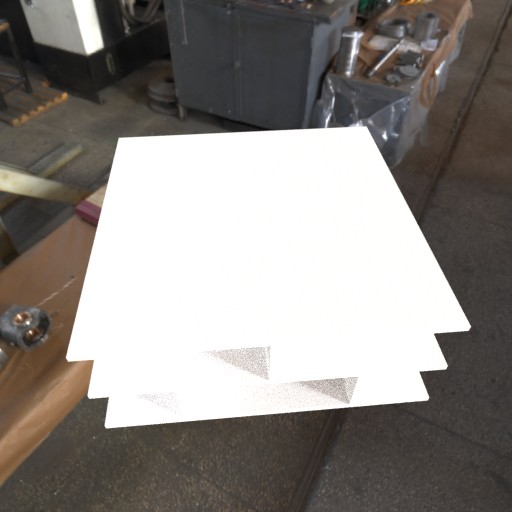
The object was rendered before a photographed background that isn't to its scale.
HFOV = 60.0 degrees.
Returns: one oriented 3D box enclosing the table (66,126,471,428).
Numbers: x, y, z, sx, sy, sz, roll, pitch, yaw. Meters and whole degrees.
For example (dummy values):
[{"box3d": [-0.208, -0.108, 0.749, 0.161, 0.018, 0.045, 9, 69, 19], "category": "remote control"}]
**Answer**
[{"box3d": [0.000, 0.000, 1.109, 0.700, 0.289, 0.700, -4, 46, -4], "category": "table"}]
